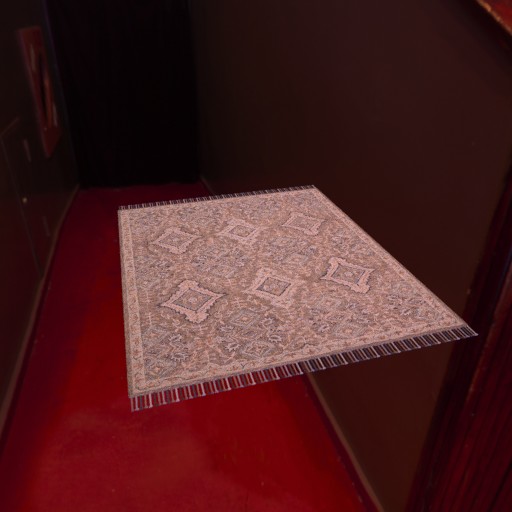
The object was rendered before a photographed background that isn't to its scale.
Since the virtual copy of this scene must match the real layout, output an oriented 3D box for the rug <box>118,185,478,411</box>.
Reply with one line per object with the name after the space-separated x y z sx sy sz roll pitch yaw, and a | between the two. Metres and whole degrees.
0.000 0.000 4.152 2.437 0.010 3.056 -8 31 -14 | rug
